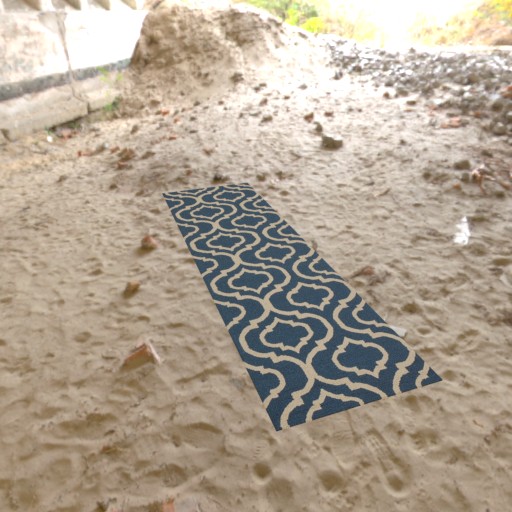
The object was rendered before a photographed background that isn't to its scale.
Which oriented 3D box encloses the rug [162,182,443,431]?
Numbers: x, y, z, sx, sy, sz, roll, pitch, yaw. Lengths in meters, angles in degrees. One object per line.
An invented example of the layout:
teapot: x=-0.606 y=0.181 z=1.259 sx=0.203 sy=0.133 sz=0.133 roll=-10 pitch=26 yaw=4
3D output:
rug: x=0.000 y=0.000 z=2.531 sx=0.685 sy=0.006 sz=2.296 roll=-10 pitch=31 yaw=-17
